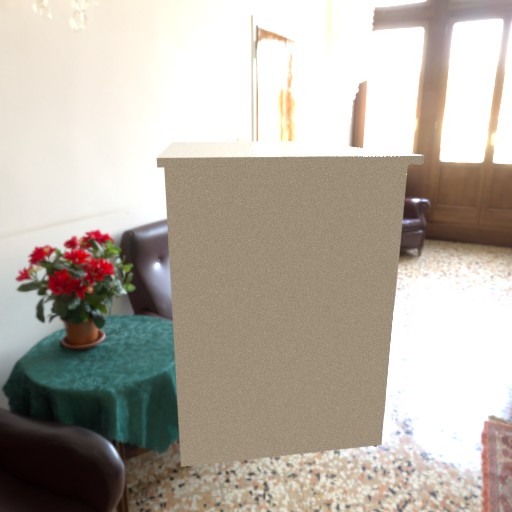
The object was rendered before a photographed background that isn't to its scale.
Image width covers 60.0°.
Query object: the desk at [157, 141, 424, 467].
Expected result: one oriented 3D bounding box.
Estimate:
[{"bbox_3d":[0.000,0.000,1.528,0.560,0.735,1.097,-2,16,-8],"label":"desk"}]
